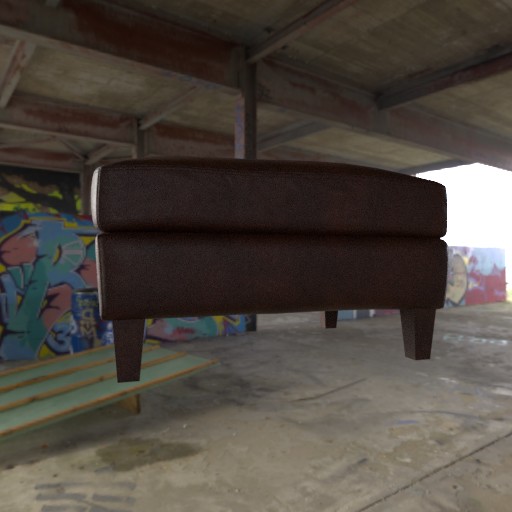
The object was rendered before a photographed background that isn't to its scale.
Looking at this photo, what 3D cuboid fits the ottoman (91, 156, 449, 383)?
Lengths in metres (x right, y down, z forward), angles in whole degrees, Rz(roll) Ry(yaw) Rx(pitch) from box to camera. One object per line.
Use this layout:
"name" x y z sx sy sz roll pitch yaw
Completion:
"ottoman" 0.000 0.000 1.296 0.887 0.527 0.659 0 0 -16
